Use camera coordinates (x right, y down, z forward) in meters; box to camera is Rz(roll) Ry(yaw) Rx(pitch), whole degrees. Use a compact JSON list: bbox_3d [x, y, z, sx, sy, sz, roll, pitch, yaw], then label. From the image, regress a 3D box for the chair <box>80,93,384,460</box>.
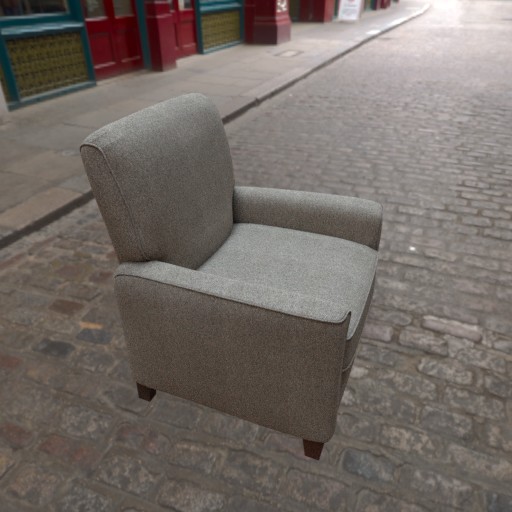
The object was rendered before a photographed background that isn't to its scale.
[{"bbox_3d":[0.000,0.000,1.642,0.858,1.028,0.841,12,33,18],"label":"chair"}]
